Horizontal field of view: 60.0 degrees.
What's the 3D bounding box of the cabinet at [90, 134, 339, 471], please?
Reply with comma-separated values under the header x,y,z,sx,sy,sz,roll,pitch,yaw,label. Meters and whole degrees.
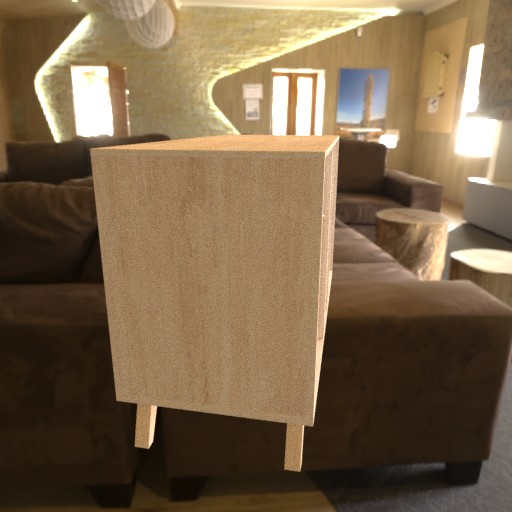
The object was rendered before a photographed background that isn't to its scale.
x,y,z,sx,sy,sz,roll,pitch,yaw,label
0.000,0.000,1.537,0.500,0.780,1.110,3,17,11,cabinet
